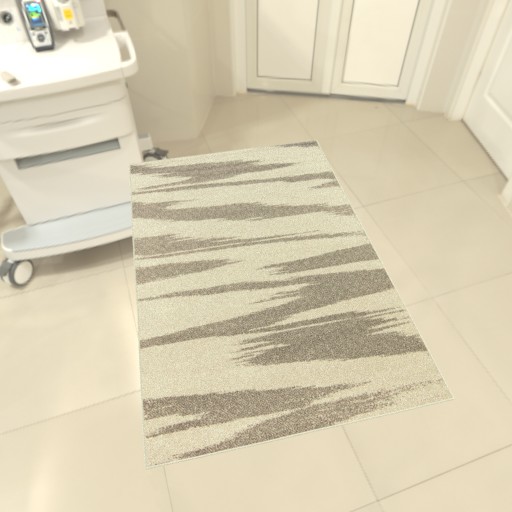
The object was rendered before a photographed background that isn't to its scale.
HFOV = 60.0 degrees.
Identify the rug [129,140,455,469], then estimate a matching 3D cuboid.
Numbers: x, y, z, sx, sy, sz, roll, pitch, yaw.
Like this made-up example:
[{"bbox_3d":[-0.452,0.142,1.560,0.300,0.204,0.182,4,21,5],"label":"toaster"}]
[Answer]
[{"bbox_3d":[0.000,0.000,2.264,1.225,0.008,1.827,-9,50,-8],"label":"rug"}]
